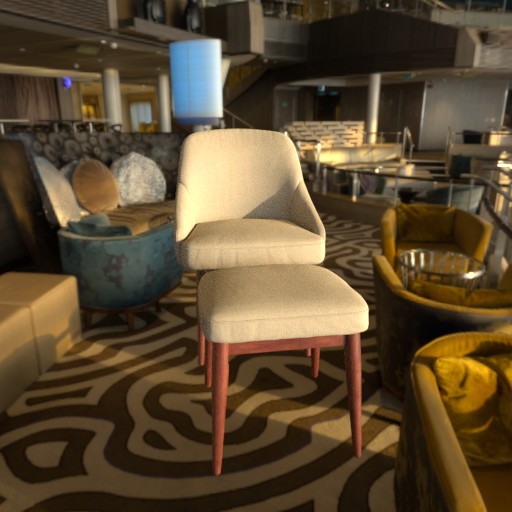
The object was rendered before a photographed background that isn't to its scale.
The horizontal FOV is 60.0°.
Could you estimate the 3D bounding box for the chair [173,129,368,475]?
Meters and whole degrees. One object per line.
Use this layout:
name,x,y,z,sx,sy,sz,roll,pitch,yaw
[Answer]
chair,0.000,0.000,1.599,0.584,0.866,1.114,-3,17,-9
